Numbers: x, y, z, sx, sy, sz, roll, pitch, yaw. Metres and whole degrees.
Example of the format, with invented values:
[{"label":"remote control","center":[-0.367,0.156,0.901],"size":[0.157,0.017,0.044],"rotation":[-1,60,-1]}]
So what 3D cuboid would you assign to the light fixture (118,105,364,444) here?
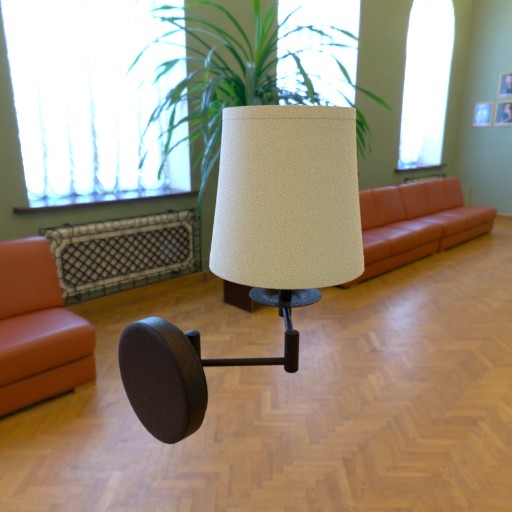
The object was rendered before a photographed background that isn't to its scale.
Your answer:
[{"label":"light fixture","center":[0.000,0.000,0.269],"size":[0.100,0.172,0.157],"rotation":[14,21,43]}]
